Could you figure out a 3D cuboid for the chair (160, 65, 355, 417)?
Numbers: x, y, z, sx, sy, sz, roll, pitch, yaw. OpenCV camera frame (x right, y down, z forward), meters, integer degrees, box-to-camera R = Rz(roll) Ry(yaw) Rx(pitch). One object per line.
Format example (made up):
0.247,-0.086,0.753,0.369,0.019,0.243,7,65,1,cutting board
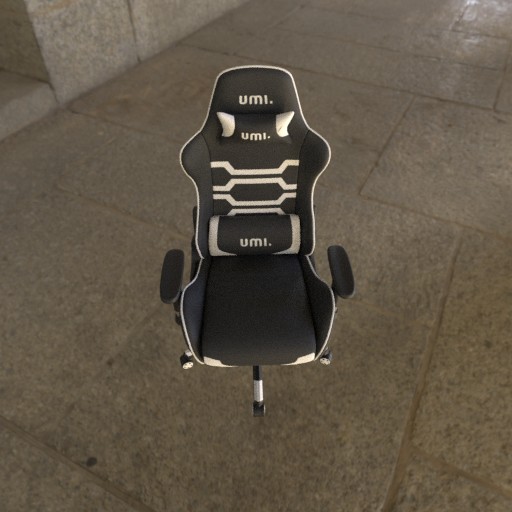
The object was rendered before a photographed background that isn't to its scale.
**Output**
0.000,0.000,1.647,0.700,1.240,0.700,-1,46,-1,chair
